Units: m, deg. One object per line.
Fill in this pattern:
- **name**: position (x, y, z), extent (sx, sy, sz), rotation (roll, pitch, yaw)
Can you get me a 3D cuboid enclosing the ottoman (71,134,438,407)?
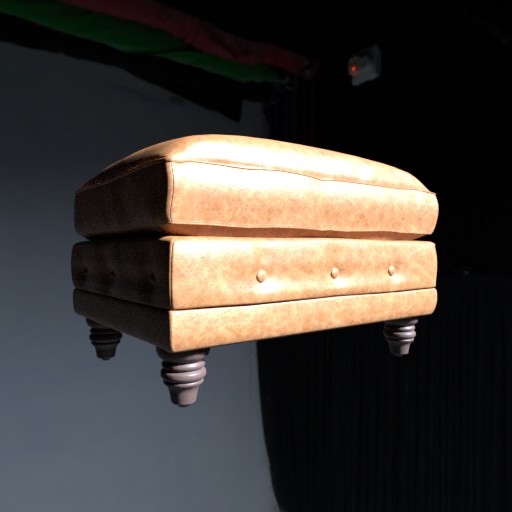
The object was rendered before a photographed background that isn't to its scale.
- **ottoman**: position (0.000, 0.000, 1.049), extent (0.710, 0.480, 0.533), rotation (0, 1, -37)
